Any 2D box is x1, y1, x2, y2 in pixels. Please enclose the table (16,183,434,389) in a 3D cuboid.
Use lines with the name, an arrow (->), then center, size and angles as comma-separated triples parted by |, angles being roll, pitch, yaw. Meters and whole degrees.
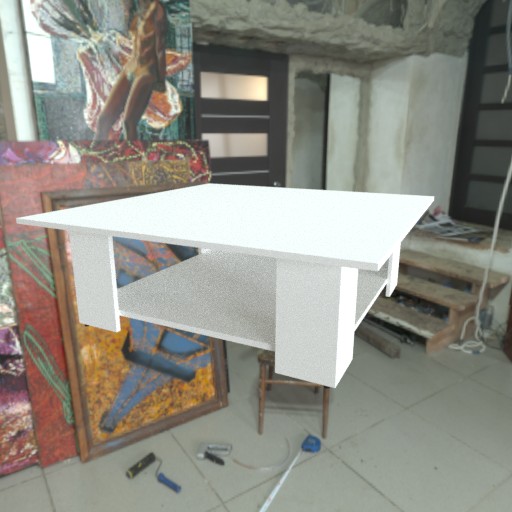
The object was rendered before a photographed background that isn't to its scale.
table -> 0.000, 0.000, 1.333 | 0.890, 0.305, 0.890 | 8, 17, 26
